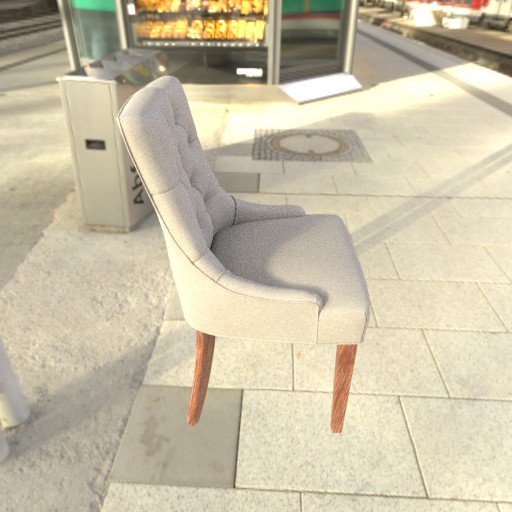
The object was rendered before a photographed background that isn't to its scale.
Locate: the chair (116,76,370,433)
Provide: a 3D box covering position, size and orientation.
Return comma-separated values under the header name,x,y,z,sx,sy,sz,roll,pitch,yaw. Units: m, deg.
name,x,y,z,sx,sy,sz,roll,pitch,yaw
chair,0.000,0.000,1.218,0.565,0.874,0.509,0,32,0
